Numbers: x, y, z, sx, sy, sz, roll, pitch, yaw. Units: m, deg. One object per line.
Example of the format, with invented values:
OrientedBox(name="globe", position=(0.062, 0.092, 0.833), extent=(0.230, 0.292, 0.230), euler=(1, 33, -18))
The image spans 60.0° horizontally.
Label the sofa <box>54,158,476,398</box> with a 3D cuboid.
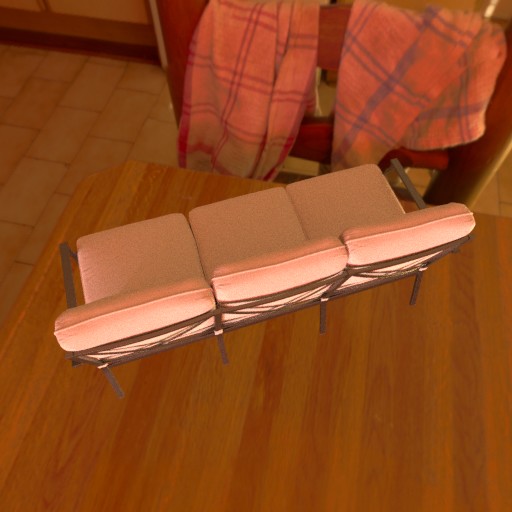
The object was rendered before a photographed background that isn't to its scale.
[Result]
OrientedBox(name="sofa", position=(0.000, 0.000, 2.163), extent=(1.740, 0.860, 0.787), euler=(-16, 60, -9))
